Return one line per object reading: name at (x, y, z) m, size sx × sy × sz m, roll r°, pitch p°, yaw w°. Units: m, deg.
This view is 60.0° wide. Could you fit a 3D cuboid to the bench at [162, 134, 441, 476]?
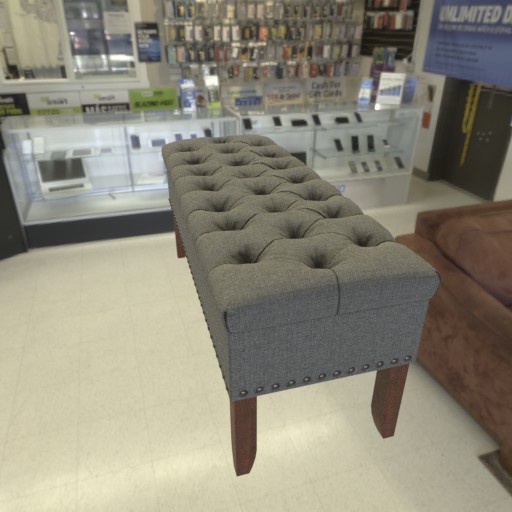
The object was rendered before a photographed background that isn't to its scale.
bench at (0.000, 0.000, 1.292) m, size 0.417 × 0.470 × 1.052 m, roll -8°, pitch 30°, yaw -14°
